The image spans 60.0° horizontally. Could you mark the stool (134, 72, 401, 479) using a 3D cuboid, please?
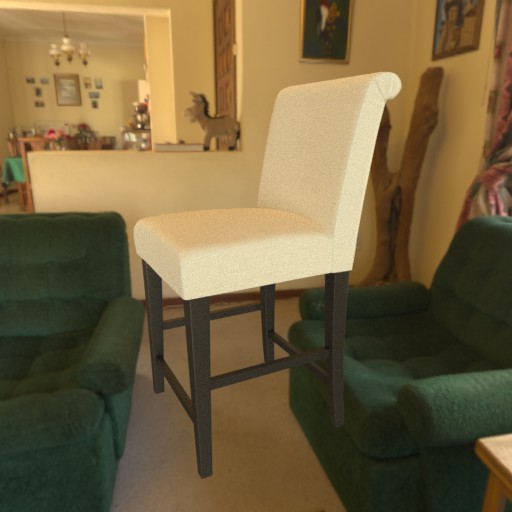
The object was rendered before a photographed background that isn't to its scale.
[{"bbox_3d":[0.000,0.000,1.284,0.597,0.976,0.452,-8,18,-27],"label":"stool"}]
